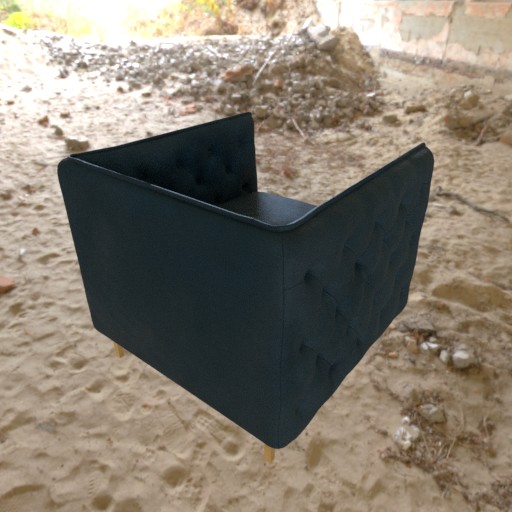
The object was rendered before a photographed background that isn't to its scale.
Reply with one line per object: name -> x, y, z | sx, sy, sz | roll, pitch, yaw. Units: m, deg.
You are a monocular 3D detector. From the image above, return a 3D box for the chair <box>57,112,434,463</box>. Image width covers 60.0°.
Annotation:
chair -> 0.000, 0.000, 1.538 | 0.868, 0.771, 0.877 | 22, 36, 32
